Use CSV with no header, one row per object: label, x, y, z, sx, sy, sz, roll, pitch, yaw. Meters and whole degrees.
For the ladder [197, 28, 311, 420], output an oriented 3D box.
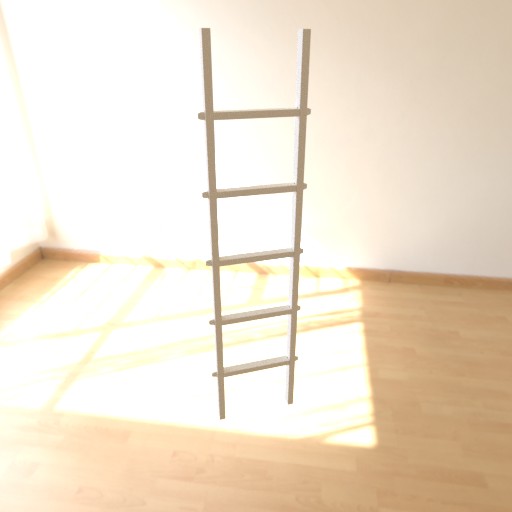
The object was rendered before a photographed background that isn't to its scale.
ladder,0.000,0.000,1.968,0.452,1.797,0.051,-7,27,-15
